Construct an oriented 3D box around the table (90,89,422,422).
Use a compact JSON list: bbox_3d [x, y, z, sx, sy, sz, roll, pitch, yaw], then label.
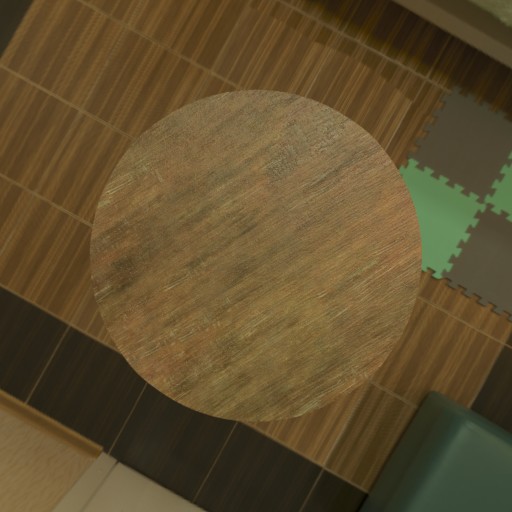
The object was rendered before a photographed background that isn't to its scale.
[{"bbox_3d":[0.000,0.000,1.522,0.974,0.450,0.974,0,89,1],"label":"table"}]
